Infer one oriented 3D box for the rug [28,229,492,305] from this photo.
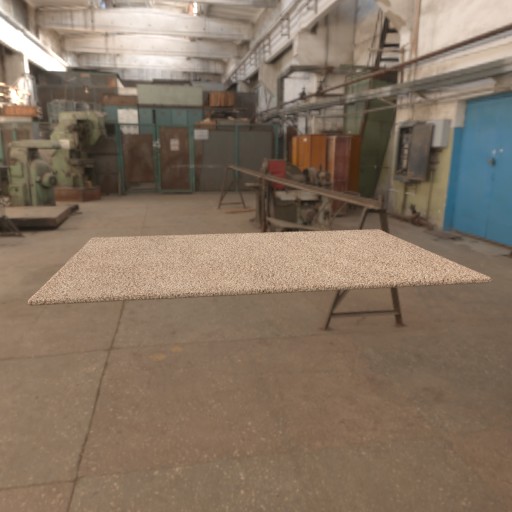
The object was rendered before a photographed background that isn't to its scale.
[{"bbox_3d":[0.000,0.000,3.014,2.438,0.030,1.524,-2,14,-8],"label":"rug"}]
